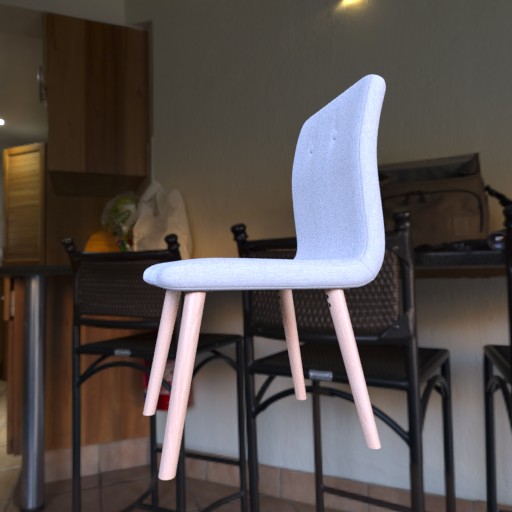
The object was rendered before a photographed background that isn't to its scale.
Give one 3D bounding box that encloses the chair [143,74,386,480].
[{"bbox_3d":[0.000,0.000,1.157,0.550,0.885,0.435,1,-2,-18],"label":"chair"}]
